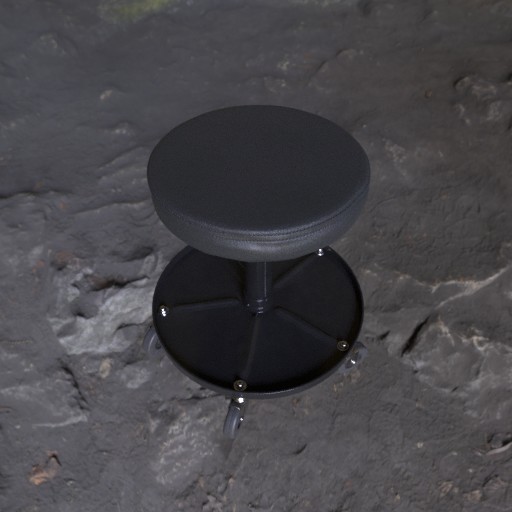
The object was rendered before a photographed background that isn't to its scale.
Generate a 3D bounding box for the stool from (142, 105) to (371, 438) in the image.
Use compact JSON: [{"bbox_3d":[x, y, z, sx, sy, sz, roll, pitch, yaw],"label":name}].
[{"bbox_3d":[0.000,0.000,0.677,0.382,0.365,0.381,32,55,27],"label":"stool"}]
